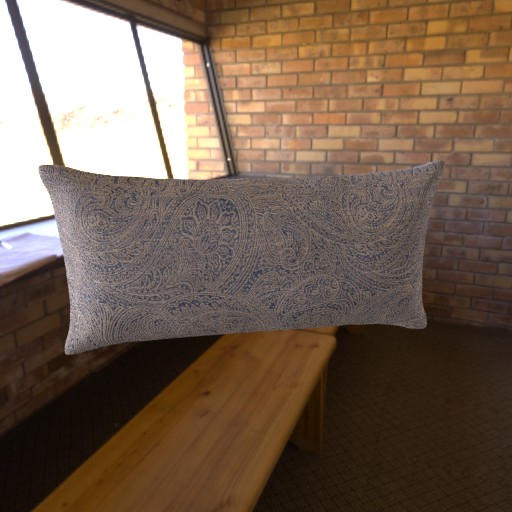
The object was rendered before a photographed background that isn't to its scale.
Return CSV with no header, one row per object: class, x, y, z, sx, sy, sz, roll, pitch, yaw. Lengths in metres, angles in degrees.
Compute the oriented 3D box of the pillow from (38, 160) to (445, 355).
pillow,0.000,0.000,0.706,0.615,0.295,0.151,-3,16,-9
